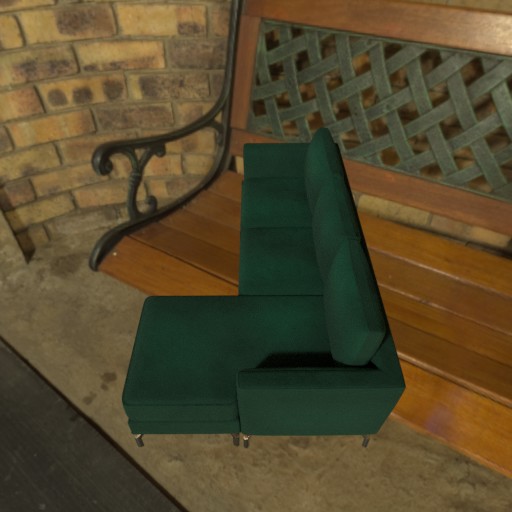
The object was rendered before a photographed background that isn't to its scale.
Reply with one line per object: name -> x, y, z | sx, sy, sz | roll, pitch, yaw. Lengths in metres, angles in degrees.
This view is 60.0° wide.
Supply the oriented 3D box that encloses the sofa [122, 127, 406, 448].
sofa -> 0.000, 0.000, 3.238 | 1.489, 1.007, 2.441 | 0, 43, 0
